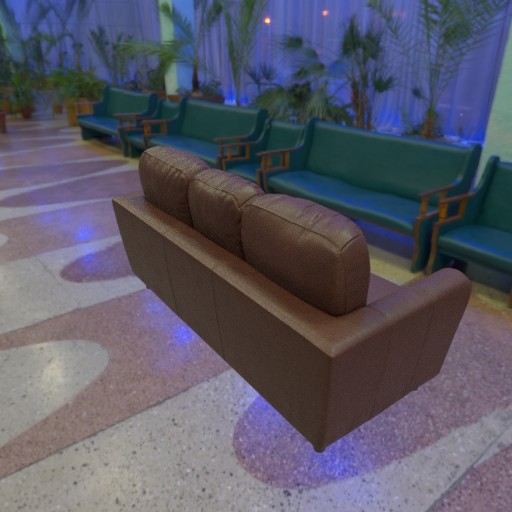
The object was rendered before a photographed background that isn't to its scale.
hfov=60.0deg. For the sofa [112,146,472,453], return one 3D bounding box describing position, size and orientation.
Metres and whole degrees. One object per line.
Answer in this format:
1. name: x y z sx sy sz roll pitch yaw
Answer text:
1. sofa: 0.000 0.000 2.269 0.802 0.915 1.862 -18 32 -32
